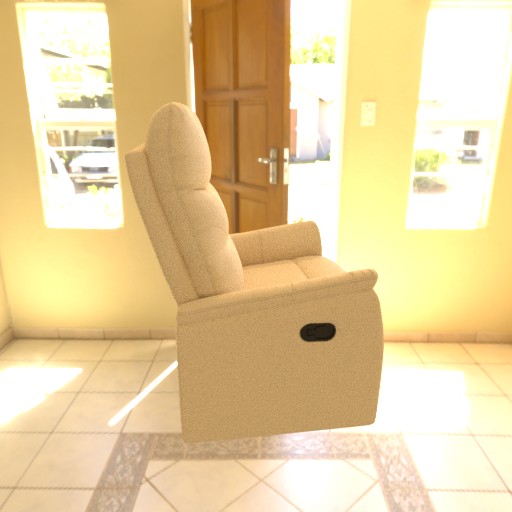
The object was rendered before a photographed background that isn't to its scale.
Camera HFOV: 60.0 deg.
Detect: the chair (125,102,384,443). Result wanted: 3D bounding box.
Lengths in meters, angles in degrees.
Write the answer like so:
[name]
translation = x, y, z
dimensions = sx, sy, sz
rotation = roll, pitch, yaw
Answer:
[chair]
translation = 0.000, 0.000, 1.674
dimensions = 0.831, 1.082, 0.775
rotation = -3, 17, -8
